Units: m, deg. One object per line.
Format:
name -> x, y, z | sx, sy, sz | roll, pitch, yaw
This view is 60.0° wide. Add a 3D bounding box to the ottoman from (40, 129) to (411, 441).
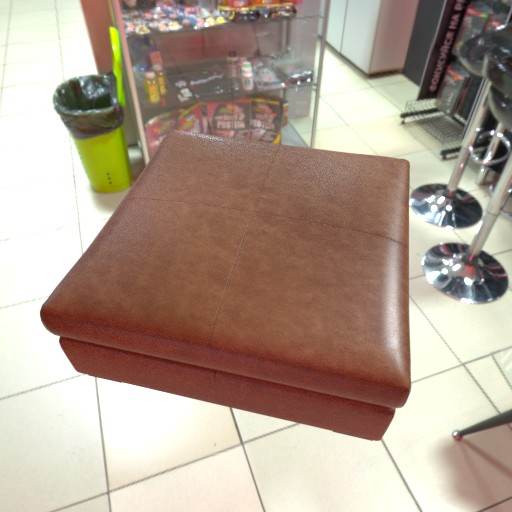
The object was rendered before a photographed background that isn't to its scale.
ottoman -> 0.000, 0.000, 1.830 | 1.168, 0.483, 1.169 | 10, 47, 9
